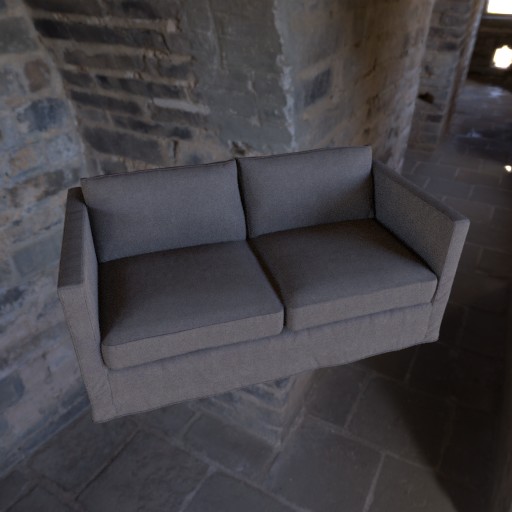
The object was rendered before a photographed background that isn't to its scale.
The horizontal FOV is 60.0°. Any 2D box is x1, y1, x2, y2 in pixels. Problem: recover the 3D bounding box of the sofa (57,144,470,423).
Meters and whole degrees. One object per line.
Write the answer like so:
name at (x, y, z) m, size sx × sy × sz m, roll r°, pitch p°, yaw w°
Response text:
sofa at (0.000, 0.000, 2.308) m, size 1.802 × 0.854 × 0.974 m, roll -10°, pitch 34°, yaw -15°
